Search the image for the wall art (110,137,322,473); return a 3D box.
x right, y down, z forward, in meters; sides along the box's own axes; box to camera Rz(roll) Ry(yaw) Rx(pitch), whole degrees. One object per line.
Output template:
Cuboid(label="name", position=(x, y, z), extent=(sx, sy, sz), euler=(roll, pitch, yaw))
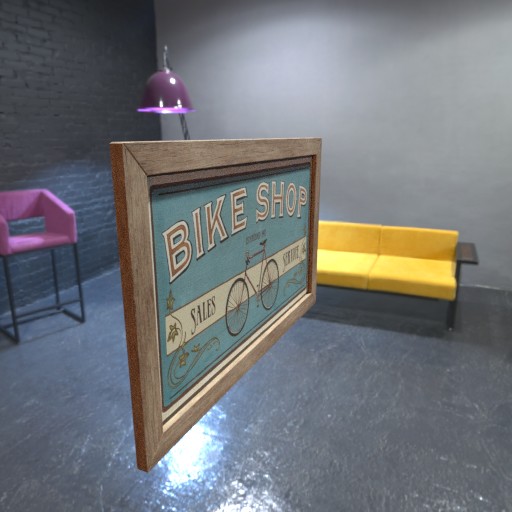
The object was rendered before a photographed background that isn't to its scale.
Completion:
Cuboid(label="wall art", position=(0.000, 0.000, 0.942), extent=(0.021, 0.480, 0.780), euler=(7, 17, 25))
